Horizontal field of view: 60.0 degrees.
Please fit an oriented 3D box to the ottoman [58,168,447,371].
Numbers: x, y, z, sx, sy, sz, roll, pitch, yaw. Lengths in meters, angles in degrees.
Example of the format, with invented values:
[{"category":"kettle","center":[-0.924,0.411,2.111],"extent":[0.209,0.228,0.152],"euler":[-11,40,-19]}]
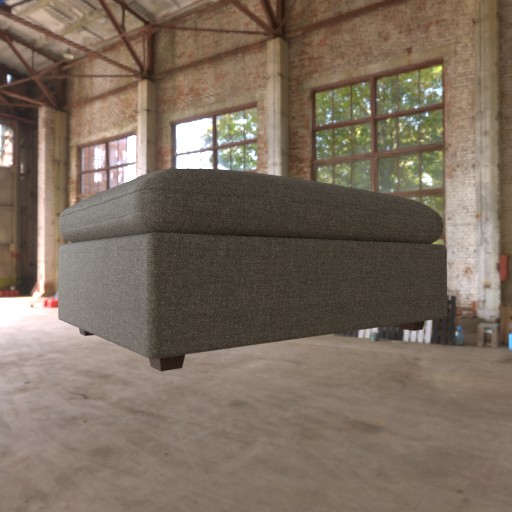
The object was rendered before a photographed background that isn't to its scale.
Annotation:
[{"category":"ottoman","center":[0.000,0.000,1.416],"extent":[1.041,0.483,0.711],"euler":[1,-1,-37]}]
